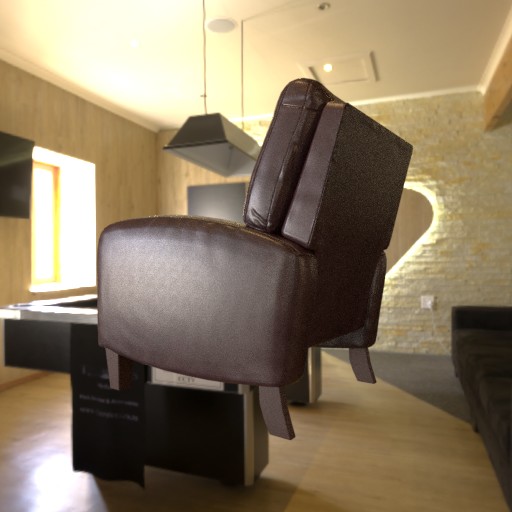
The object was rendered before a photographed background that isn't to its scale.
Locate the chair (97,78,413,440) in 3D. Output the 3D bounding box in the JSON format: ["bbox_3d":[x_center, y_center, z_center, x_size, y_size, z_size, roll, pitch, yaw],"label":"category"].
[{"bbox_3d":[0.000,0.000,1.662,0.990,0.990,0.762,0,1,35],"label":"chair"}]
